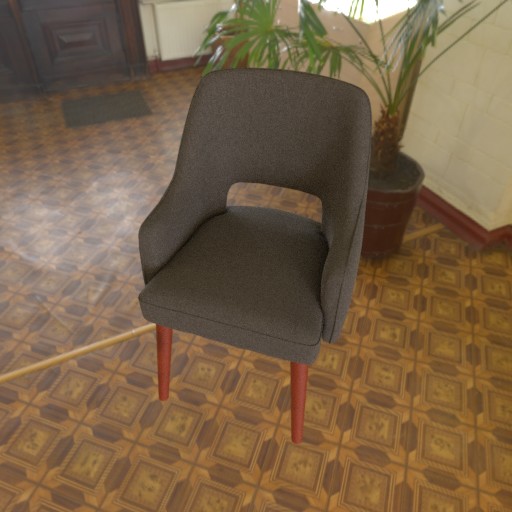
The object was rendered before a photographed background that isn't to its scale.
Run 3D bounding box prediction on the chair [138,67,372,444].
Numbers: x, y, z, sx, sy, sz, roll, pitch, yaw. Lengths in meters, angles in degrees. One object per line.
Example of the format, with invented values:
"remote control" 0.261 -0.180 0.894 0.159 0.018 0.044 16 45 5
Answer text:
"chair" 0.000 0.000 1.235 0.559 0.838 0.560 12 43 14
